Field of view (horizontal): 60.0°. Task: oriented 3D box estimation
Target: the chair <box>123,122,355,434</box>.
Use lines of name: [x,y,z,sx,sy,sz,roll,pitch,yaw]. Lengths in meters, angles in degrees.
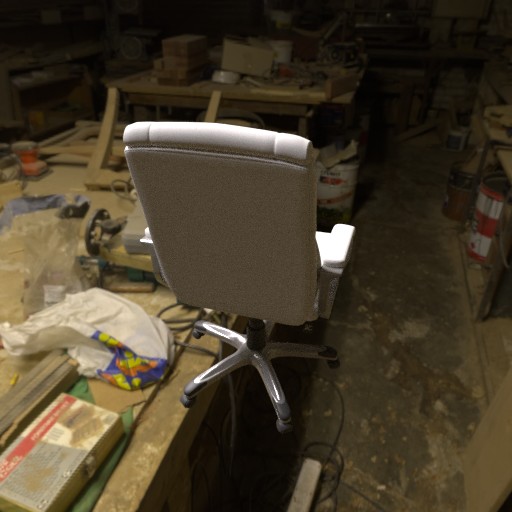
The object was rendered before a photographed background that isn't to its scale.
chair: [0.000,0.000,1.606,0.687,1.120,0.738,9,33,15]
